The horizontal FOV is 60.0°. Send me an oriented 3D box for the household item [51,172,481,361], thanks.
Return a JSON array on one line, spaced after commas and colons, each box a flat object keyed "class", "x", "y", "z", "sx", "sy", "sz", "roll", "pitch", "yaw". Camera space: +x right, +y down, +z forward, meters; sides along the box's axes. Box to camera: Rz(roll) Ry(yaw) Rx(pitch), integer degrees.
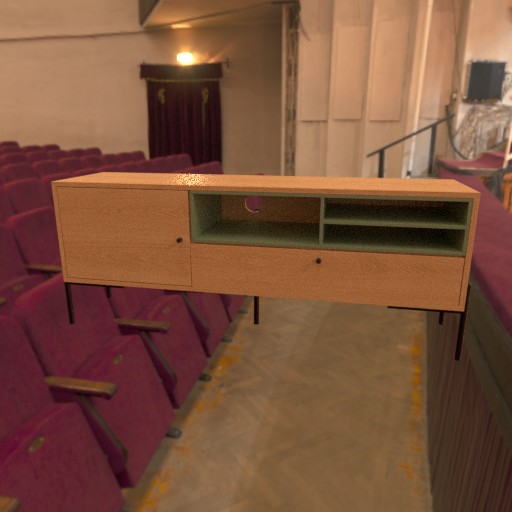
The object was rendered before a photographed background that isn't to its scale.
[{"class": "household item", "x": 0.000, "y": 0.000, "z": 1.782, "sx": 1.550, "sy": 0.600, "sz": 0.400, "roll": 3, "pitch": 16, "yaw": 11}]
